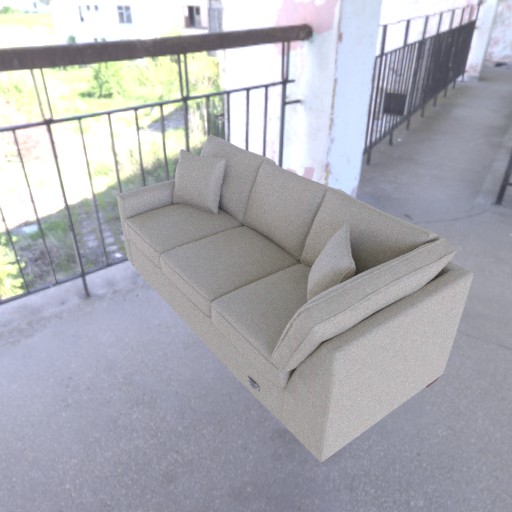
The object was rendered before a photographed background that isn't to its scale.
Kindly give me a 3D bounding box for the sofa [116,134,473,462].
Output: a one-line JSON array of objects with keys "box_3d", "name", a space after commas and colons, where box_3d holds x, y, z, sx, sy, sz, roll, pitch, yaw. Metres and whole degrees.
[{"box_3d": [0.000, 0.000, 2.895, 1.061, 0.962, 2.317, -21, 37, -30], "name": "sofa"}]
